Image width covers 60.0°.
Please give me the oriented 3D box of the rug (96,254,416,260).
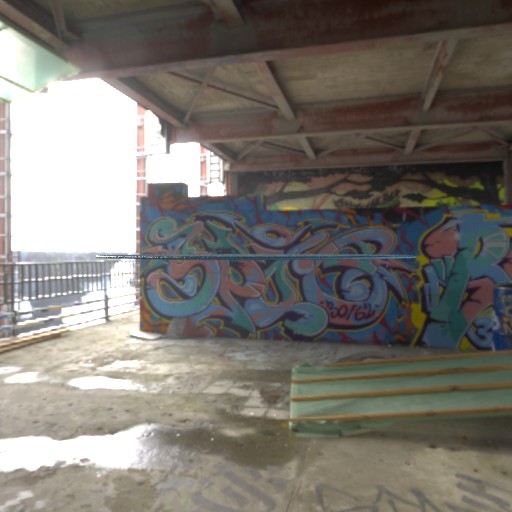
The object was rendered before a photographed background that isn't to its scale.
[{"bbox_3d":[0.000,0.000,2.341,1.593,0.012,1.593,0,1,0],"label":"rug"}]
